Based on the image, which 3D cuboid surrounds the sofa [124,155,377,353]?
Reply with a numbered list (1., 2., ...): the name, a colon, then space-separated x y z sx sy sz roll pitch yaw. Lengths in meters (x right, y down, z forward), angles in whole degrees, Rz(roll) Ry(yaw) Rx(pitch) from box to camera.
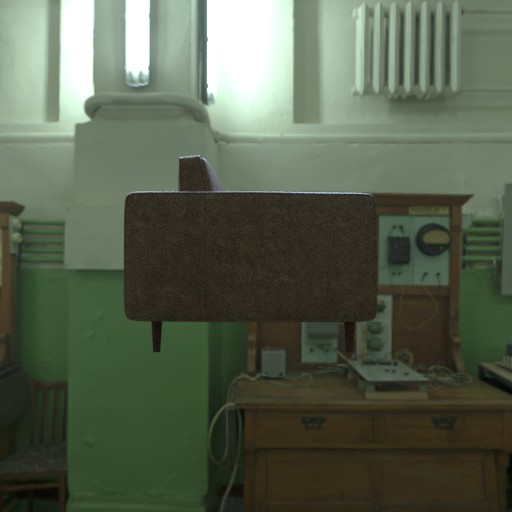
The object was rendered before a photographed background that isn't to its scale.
1. sofa: 0.000 0.000 2.631 0.914 0.762 2.210 0 -1 1
